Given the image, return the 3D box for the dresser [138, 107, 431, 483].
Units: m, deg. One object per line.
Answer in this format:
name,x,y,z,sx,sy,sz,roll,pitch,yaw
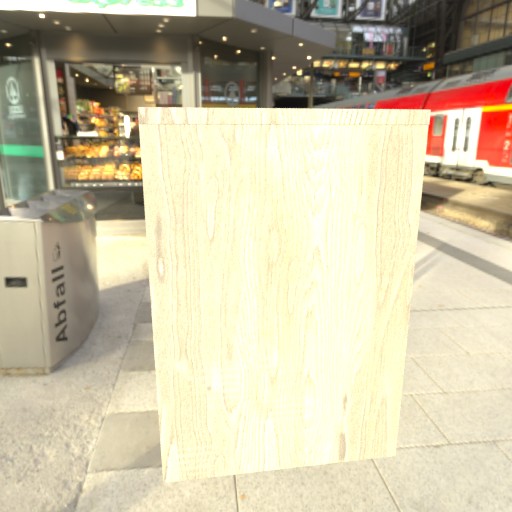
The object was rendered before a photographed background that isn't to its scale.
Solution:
dresser,0.000,0.000,1.269,0.529,0.762,0.809,-2,16,-9
